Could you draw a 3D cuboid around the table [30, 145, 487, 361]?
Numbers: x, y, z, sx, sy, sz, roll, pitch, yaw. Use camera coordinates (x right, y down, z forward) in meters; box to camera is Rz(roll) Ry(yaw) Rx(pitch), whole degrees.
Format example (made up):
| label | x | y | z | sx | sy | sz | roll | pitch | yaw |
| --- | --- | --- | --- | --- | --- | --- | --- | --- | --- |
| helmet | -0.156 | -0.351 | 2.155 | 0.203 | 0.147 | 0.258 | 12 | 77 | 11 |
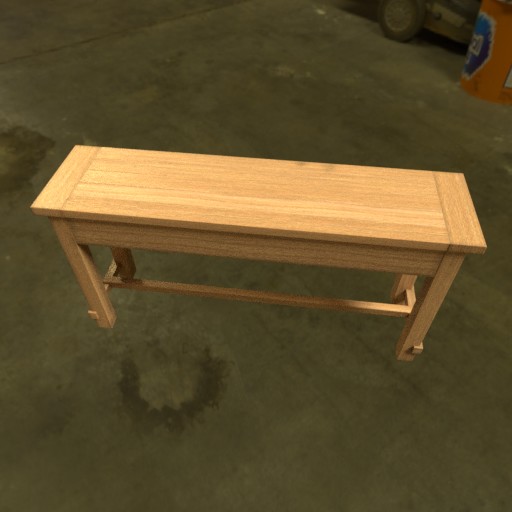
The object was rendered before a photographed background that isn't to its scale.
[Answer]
| label | x | y | z | sx | sy | sz | roll | pitch | yaw |
| --- | --- | --- | --- | --- | --- | --- | --- | --- | --- |
| table | 0.000 | 0.000 | 1.960 | 1.599 | 0.762 | 0.442 | 5 | 47 | 5 |
